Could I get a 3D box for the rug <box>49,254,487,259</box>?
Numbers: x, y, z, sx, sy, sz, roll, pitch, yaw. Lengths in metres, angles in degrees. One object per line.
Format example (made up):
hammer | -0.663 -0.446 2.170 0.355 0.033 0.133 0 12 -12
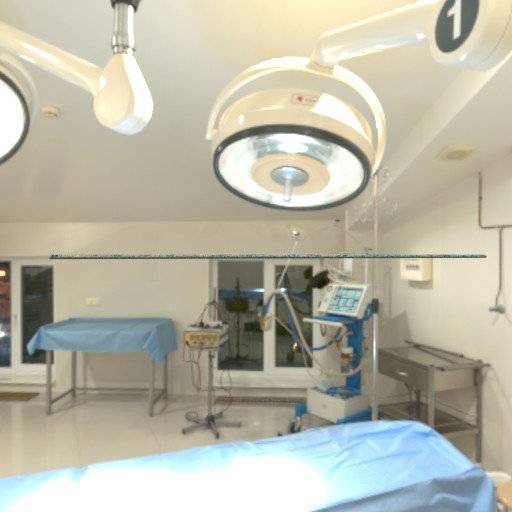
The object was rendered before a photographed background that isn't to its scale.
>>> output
rug | 0.000 0.000 2.324 1.829 0.016 1.219 0 0 -18
